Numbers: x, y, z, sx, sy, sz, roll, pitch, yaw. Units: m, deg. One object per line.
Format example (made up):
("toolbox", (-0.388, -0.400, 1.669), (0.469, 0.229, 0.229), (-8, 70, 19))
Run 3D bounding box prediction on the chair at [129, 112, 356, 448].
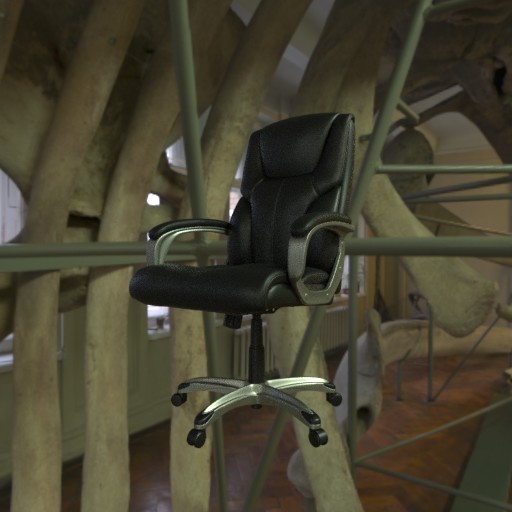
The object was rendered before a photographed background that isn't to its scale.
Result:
("chair", (0.000, 0.000, 1.598), (0.663, 1.155, 0.739), (1, 1, 36))
